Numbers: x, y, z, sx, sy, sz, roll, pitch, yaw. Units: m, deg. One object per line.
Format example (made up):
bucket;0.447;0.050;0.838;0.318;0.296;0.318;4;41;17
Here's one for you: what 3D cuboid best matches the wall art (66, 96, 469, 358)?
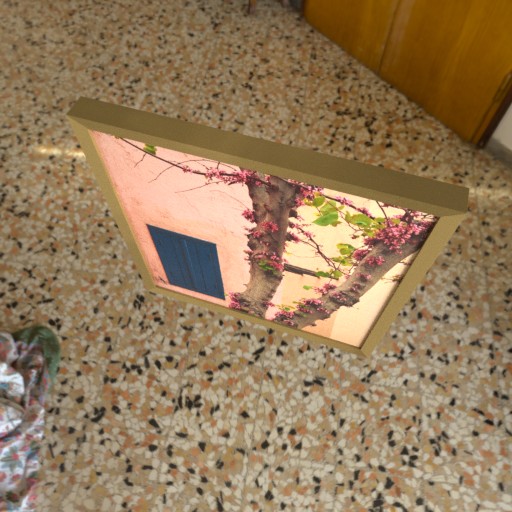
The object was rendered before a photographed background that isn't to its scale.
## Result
wall art;0.000;0.000;0.762;0.507;0.508;0.038;16;60;9
